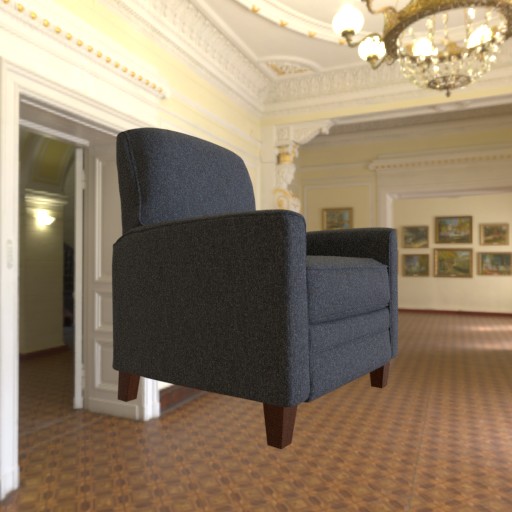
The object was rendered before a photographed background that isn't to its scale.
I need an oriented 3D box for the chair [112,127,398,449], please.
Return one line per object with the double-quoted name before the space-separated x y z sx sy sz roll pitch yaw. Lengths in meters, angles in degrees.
"chair" 0.000 0.000 1.666 0.850 1.016 0.839 -1 -1 37
